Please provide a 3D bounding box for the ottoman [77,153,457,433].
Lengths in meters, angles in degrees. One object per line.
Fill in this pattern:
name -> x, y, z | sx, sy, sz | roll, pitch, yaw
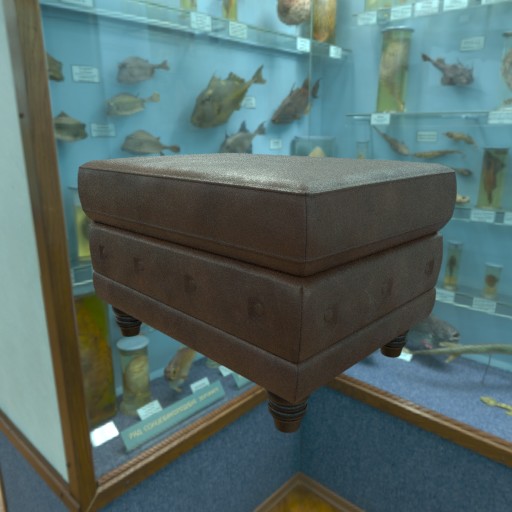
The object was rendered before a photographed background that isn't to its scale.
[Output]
ottoman -> 0.000, 0.000, 1.173 | 0.795, 0.509, 0.588 | 15, 21, 42
